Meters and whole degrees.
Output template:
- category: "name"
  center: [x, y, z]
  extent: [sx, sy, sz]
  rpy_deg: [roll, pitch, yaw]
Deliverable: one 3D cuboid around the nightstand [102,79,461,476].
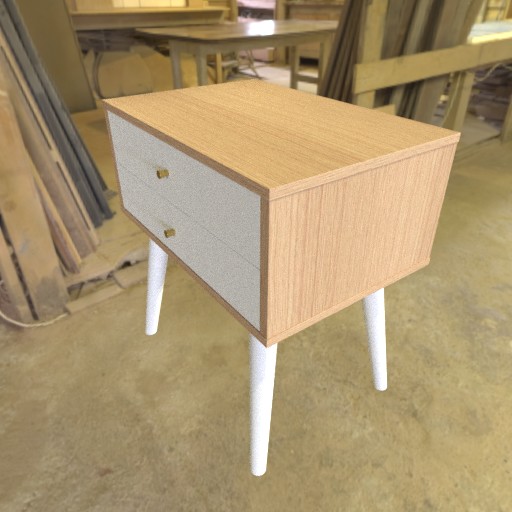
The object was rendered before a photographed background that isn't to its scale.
- category: "nightstand"
  center: [0.000, 0.000, 0.974]
  extent: [0.407, 0.610, 0.571]
  rpy_deg: [-21, 38, -30]
